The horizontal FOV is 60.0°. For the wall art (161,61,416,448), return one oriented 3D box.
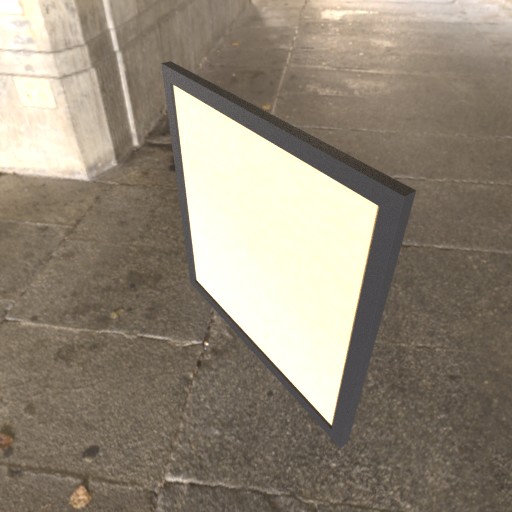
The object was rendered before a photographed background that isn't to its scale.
[{"bbox_3d":[0.000,0.000,0.527,0.013,0.356,0.356,-26,47,-27],"label":"wall art"}]
